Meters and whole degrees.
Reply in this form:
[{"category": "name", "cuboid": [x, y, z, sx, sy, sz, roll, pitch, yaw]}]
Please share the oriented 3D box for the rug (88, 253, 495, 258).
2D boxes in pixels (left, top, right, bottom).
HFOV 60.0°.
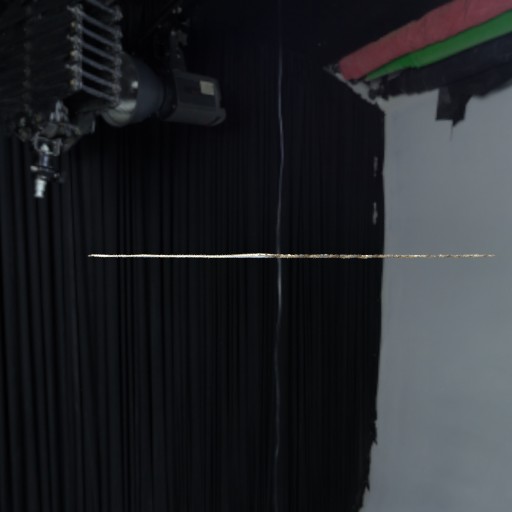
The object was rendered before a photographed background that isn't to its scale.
[{"category": "rug", "cuboid": [0.000, 0.000, 2.304, 1.218, 0.017, 1.861, 0, 0, -35]}]
